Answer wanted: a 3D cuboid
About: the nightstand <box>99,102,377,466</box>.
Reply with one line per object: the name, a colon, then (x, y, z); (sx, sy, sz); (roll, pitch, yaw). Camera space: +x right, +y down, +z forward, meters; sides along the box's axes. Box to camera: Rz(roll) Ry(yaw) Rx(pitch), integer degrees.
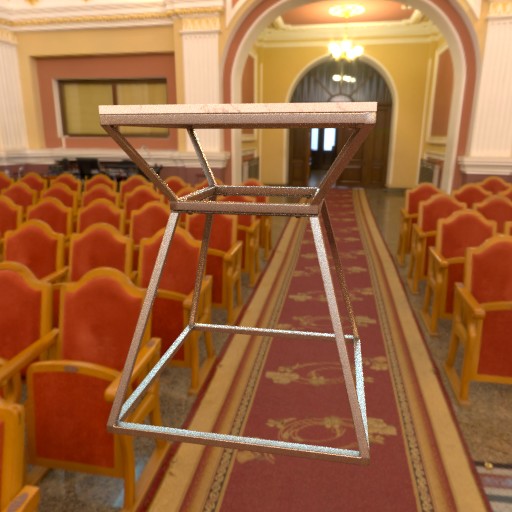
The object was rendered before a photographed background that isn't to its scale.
nightstand: (0.000, 0.000, 0.891); (0.455, 0.554, 0.455); (3, 15, 10)
